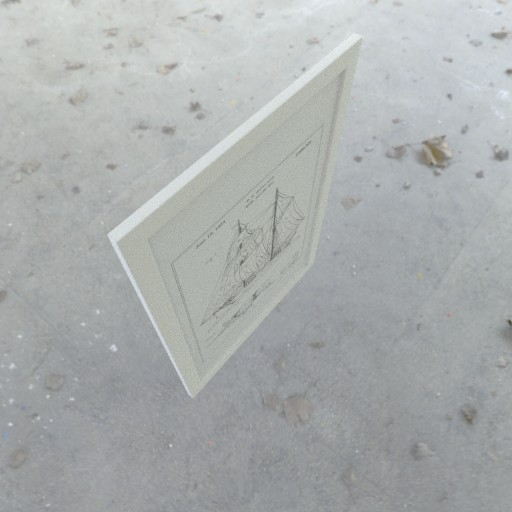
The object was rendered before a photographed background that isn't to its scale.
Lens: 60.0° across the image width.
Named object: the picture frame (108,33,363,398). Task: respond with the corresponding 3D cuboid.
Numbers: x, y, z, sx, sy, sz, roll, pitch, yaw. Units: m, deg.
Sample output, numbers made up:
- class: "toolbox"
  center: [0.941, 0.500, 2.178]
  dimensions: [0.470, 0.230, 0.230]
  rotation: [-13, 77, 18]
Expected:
- class: "picture frame"
  center: [0.000, 0.000, 0.678]
  dimensions: [0.012, 0.534, 0.381]
  rotation: [36, 65, 20]
